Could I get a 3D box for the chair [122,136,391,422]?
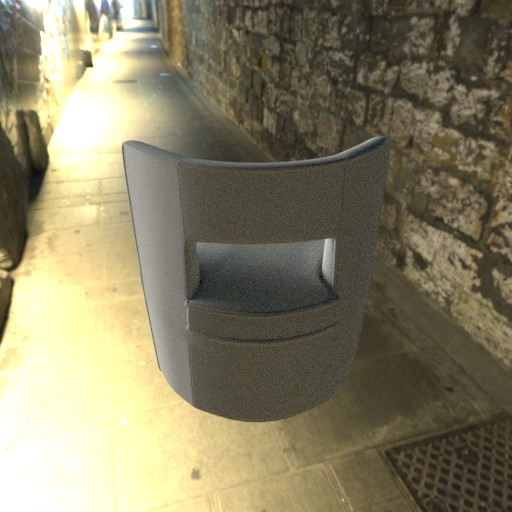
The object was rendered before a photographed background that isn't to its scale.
[{"bbox_3d":[0.000,0.000,1.255,0.650,0.723,0.665,-2,29,-3],"label":"chair"}]
